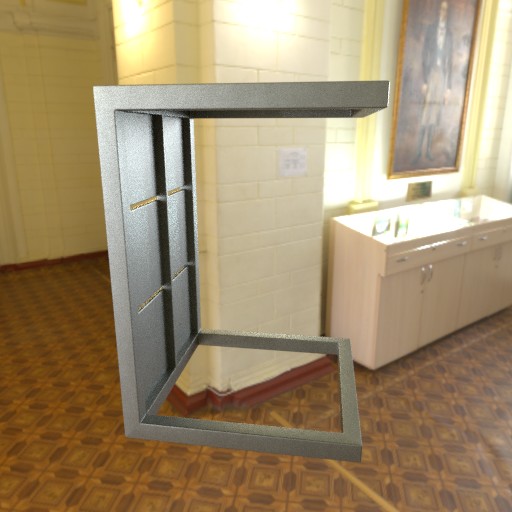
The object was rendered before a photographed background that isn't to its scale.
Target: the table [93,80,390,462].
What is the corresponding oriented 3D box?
[{"bbox_3d":[0.000,0.000,0.889,0.420,0.609,0.405,2,16,8],"label":"table"}]
